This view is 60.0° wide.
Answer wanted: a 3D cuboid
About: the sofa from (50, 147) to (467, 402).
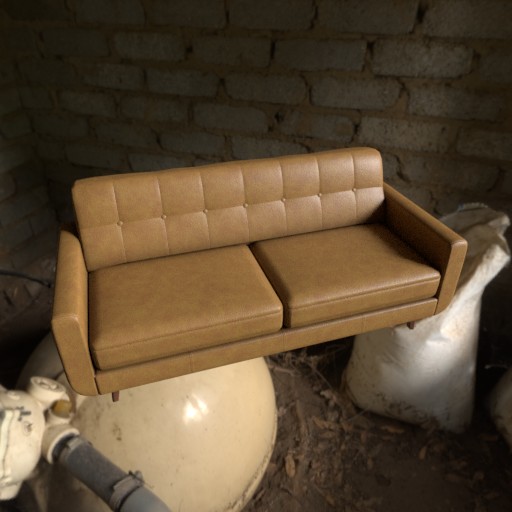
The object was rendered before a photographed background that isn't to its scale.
[{"bbox_3d":[0.000,0.000,2.593,2.137,0.892,0.980,-10,34,-15],"label":"sofa"}]
